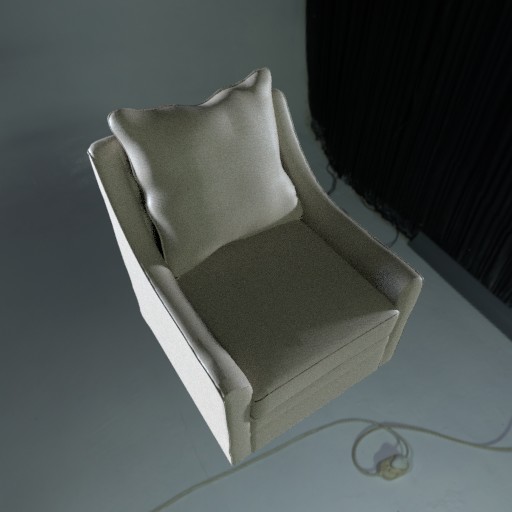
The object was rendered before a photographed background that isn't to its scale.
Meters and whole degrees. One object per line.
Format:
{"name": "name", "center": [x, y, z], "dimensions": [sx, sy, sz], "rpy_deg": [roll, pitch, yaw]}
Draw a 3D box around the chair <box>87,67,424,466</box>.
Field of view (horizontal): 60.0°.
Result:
{"name": "chair", "center": [0.000, 0.000, 1.557], "dimensions": [0.760, 0.942, 0.876], "rpy_deg": [-26, 52, -22]}
